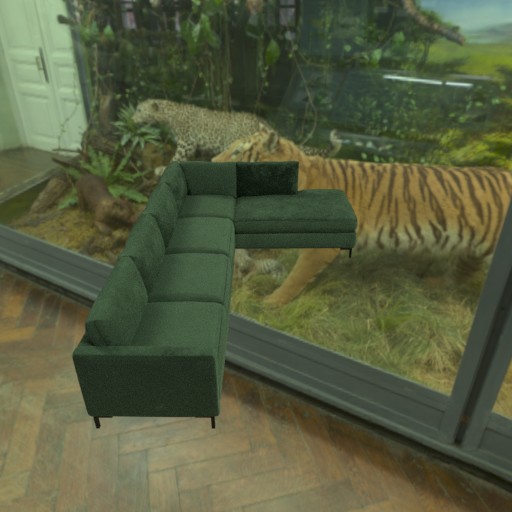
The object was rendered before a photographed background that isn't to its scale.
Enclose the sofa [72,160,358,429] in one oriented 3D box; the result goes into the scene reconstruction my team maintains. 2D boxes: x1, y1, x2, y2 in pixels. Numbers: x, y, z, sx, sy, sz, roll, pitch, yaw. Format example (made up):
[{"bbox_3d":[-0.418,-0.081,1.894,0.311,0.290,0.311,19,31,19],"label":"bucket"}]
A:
[{"bbox_3d":[0.000,0.000,3.175,1.707,0.687,2.486,0,30,0],"label":"sofa"}]
